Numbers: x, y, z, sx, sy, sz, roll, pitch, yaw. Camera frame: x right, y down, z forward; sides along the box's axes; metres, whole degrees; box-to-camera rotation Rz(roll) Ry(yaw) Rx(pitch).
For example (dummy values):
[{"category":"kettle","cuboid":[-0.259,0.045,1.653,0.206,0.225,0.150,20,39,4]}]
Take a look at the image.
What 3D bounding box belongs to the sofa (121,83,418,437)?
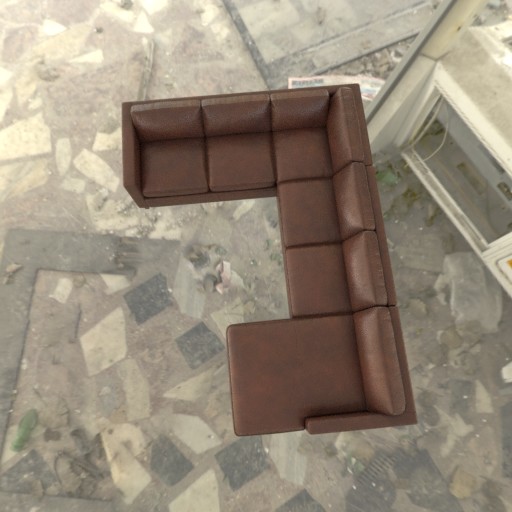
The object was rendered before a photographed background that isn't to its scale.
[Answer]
[{"category":"sofa","cuboid":[0.000,0.000,4.399,2.452,0.891,3.324,-5,76,-1]}]
